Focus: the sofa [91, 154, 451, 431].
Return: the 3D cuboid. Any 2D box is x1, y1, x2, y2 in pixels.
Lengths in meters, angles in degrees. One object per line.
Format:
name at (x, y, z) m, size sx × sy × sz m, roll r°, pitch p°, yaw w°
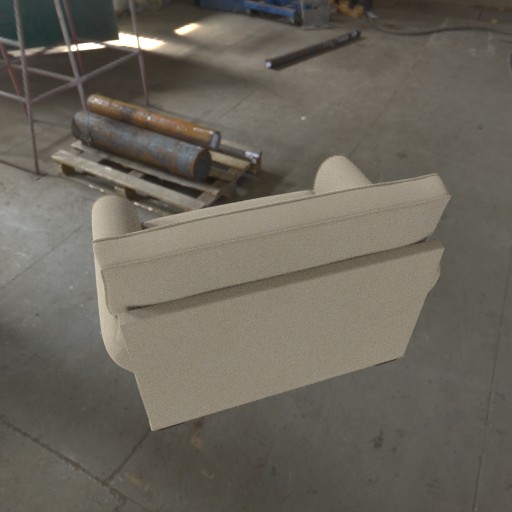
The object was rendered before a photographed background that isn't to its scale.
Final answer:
sofa at (0.000, 0.000, 2.075) m, size 1.405 × 1.006 × 0.937 m, roll -12°, pitch 44°, yaw -13°
